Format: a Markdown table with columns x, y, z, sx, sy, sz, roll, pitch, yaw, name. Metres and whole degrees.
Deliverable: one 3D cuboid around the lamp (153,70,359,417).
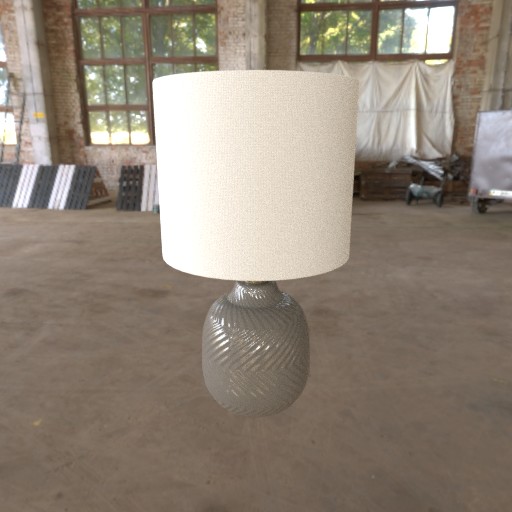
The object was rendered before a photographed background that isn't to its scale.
| x | y | z | sx | sy | sz | roll | pitch | yaw | name |
| --- | --- | --- | --- | --- | --- | --- | --- | --- | --- |
| 0.000 | 0.000 | 0.502 | 0.207 | 0.366 | 0.207 | 7 | 17 | 25 | lamp |
